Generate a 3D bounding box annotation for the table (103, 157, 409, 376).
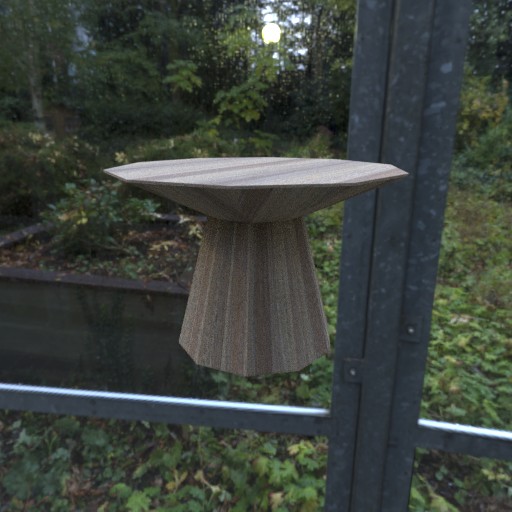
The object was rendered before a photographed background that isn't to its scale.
[{"bbox_3d":[0.000,0.000,1.905,1.186,0.752,1.186,0,16,0],"label":"table"}]
